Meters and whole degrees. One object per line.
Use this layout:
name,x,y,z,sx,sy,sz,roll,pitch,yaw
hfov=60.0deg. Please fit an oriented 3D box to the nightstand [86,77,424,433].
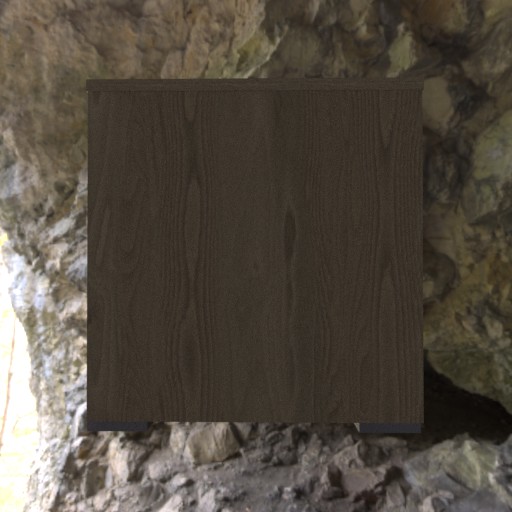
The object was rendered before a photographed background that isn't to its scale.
nightstand,0.000,0.000,0.739,0.442,0.461,0.325,0,-1,1
